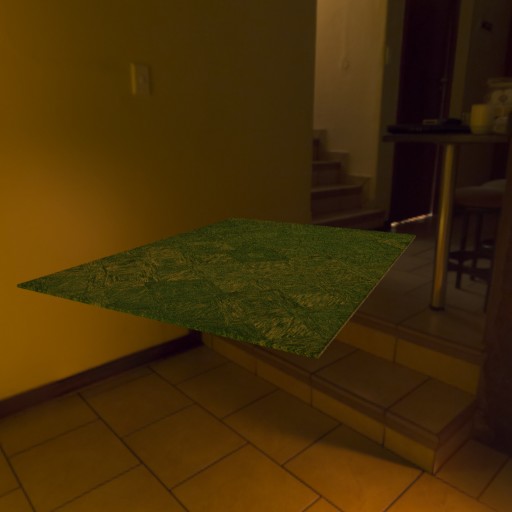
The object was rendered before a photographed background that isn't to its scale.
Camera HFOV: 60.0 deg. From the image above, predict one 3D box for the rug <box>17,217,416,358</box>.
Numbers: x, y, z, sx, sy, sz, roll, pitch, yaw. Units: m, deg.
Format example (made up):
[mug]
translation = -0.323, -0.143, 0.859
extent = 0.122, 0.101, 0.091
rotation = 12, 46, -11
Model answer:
[rug]
translation = 0.000, 0.000, 4.185
extent = 2.405, 0.027, 3.217
rotation = 8, 17, 27
